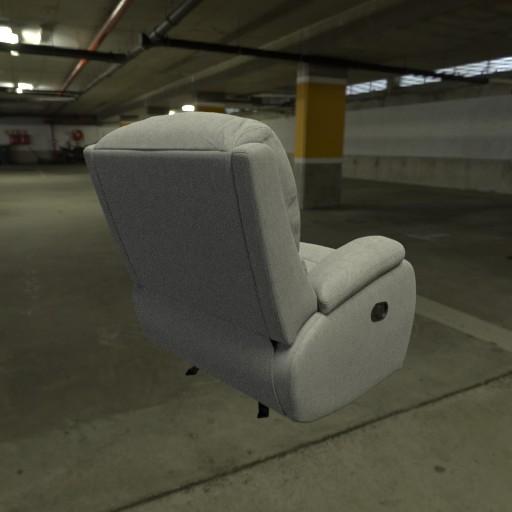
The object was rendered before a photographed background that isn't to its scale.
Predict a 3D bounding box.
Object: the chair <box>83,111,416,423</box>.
[{"bbox_3d":[0.000,0.000,1.687,0.899,1.011,0.930,-14,19,-43],"label":"chair"}]
